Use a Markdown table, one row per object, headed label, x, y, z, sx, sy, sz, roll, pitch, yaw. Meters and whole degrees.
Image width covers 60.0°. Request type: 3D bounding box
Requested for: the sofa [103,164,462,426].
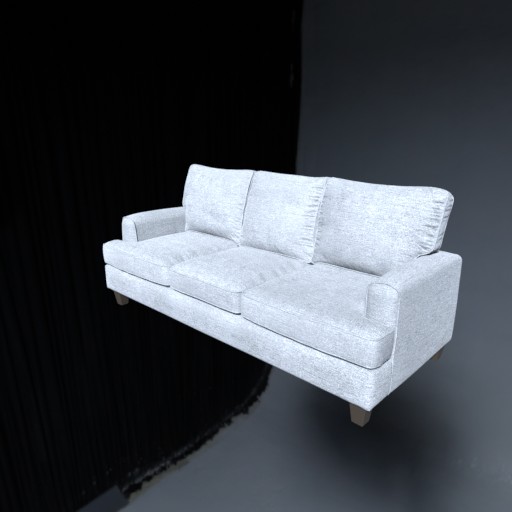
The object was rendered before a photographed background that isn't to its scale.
| label | x | y | z | sx | sy | sz | roll | pitch | yaw |
| --- | --- | --- | --- | --- | --- | --- | --- | --- | --- |
| sofa | 0.000 | 0.000 | 2.738 | 2.158 | 0.965 | 0.951 | 15 | 22 | 41 |
